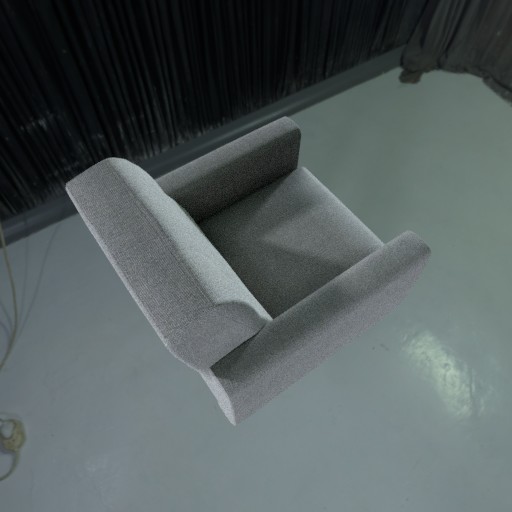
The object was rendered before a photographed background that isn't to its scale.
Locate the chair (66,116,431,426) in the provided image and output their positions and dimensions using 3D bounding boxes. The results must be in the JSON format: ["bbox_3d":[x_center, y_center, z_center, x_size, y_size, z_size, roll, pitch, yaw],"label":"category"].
[{"bbox_3d":[0.000,0.000,1.668,0.942,0.968,0.845,-32,64,-18],"label":"chair"}]
